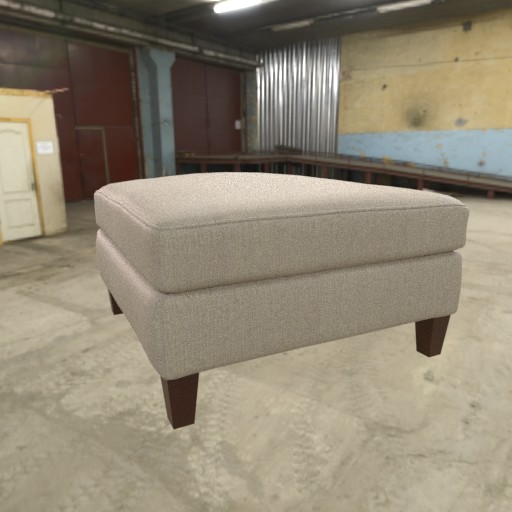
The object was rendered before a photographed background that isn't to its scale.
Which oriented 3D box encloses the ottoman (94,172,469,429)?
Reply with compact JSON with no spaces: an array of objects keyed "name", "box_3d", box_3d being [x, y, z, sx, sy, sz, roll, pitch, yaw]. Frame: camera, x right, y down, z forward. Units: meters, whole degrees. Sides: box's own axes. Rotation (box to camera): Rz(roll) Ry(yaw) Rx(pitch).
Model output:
[{"name":"ottoman","box_3d":[0.000,0.000,1.346,0.838,0.481,0.838,-7,15,-26]}]
